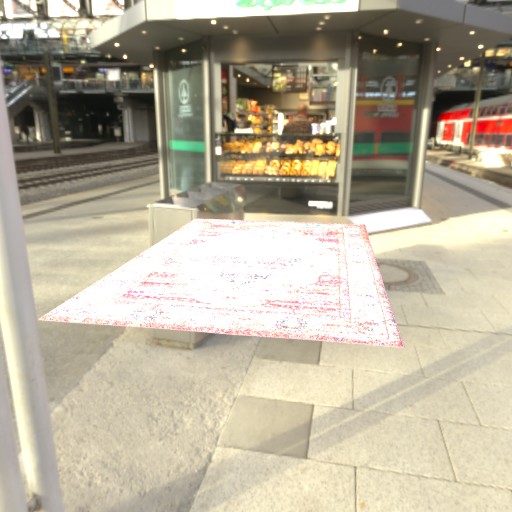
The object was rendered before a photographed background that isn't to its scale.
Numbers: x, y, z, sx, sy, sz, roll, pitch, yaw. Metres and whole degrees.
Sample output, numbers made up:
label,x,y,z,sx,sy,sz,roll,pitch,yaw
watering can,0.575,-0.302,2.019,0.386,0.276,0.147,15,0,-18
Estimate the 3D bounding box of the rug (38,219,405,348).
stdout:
label,x,y,z,sx,sy,sz,roll,pitch,yaw
rug,0.000,0.000,2.295,1.219,0.006,1.829,3,16,9
